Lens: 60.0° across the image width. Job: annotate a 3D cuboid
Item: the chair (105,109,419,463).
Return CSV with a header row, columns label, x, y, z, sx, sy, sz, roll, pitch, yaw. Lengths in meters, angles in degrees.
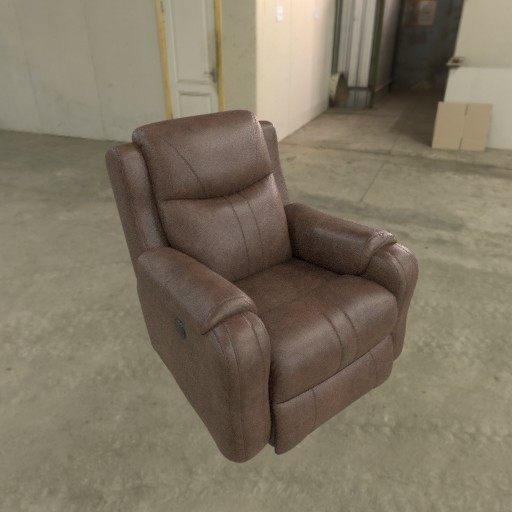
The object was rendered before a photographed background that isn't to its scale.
label,x,y,z,sx,sy,sz,roll,pitch,yaw
chair,0.000,0.000,1.808,0.940,0.990,1.067,-21,36,-32
